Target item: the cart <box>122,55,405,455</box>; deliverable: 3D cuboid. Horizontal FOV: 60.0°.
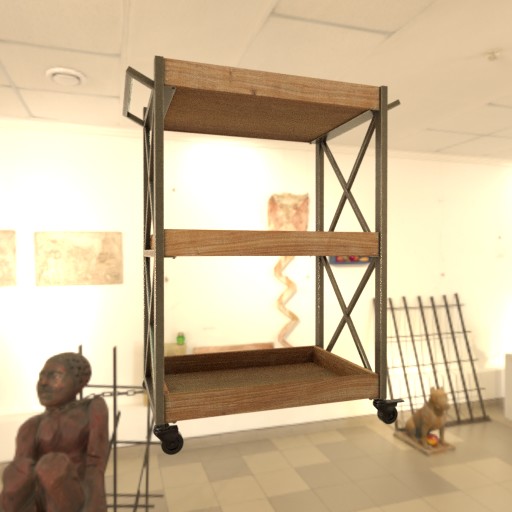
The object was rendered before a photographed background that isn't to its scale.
[{"bbox_3d":[0.000,0.000,1.180,0.673,0.835,0.377,0,1,-18],"label":"cart"}]
